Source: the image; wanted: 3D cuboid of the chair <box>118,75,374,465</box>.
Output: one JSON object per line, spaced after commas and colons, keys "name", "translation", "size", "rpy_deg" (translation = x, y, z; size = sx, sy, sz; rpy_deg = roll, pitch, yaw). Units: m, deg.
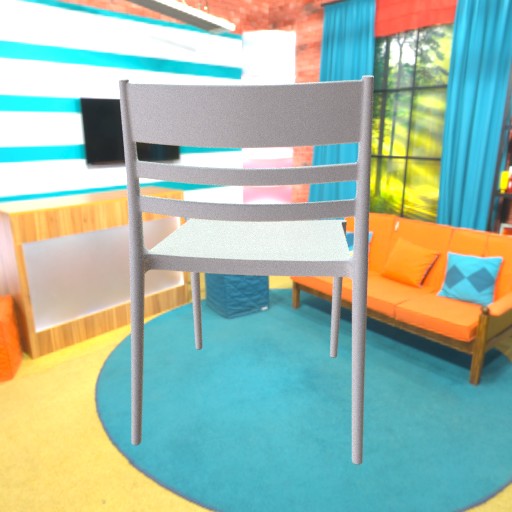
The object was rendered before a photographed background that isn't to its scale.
{"name": "chair", "translation": [0.000, 0.000, 1.118], "size": [0.531, 0.800, 0.511], "rpy_deg": [2, 16, 7]}
